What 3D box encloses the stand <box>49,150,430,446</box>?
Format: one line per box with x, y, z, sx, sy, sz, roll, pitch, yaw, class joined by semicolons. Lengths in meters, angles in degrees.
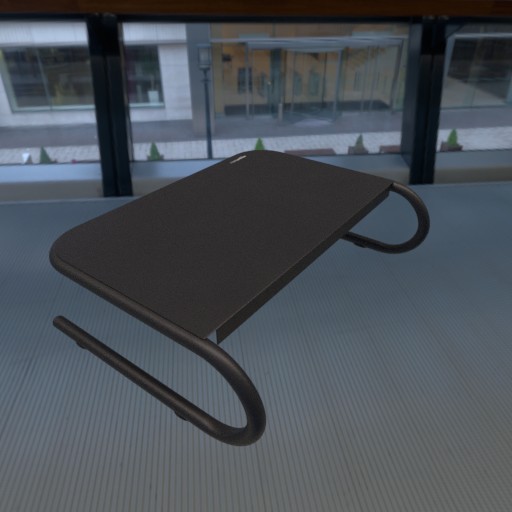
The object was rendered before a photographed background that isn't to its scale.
0.000;0.000;0.510;0.280;0.108;0.370;22;39;30;stand
